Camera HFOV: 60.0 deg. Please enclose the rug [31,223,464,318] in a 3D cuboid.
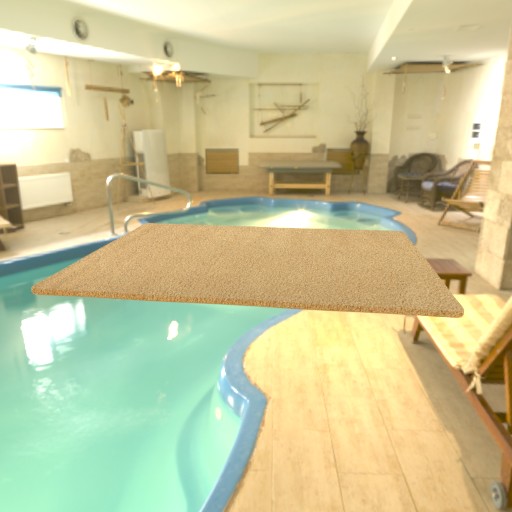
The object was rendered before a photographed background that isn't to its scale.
[{"bbox_3d":[0.000,0.000,2.161,1.600,0.025,1.199,2,17,8],"label":"rug"}]
